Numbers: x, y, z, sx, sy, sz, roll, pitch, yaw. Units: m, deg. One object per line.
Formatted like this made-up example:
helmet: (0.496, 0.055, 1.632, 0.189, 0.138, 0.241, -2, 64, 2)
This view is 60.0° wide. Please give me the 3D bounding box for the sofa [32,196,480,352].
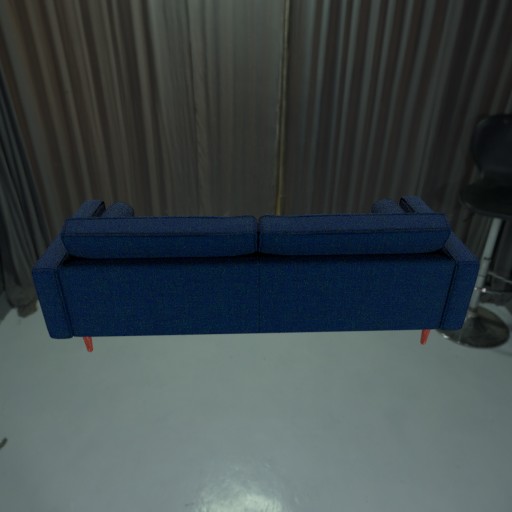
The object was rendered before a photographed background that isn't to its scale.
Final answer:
sofa: (0.000, 0.000, 2.637, 2.210, 0.762, 0.914, -1, 29, -2)
